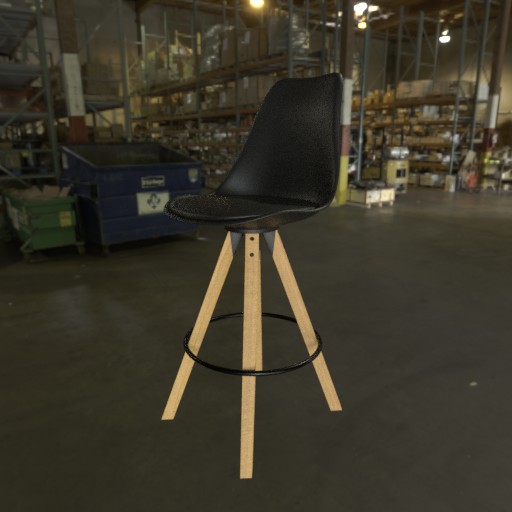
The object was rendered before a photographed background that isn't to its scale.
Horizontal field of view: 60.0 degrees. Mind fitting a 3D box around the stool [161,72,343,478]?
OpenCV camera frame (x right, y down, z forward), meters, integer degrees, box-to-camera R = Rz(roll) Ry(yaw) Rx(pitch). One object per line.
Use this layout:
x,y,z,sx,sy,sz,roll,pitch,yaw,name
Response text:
0.000,0.000,1.402,0.485,1.115,0.550,14,20,42,stool
